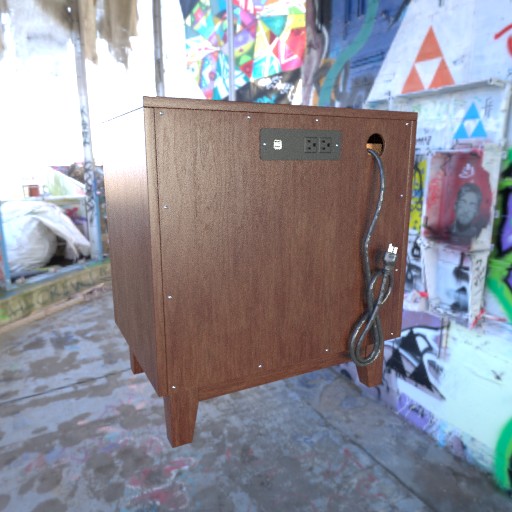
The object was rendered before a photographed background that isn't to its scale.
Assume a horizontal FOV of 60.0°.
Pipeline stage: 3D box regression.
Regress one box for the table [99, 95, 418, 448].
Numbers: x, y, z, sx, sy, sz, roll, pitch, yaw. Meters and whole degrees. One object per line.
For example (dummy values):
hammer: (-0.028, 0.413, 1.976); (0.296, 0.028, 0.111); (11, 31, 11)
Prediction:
table: (0.000, 0.000, 0.992); (0.557, 0.609, 0.449); (-7, 14, -27)
